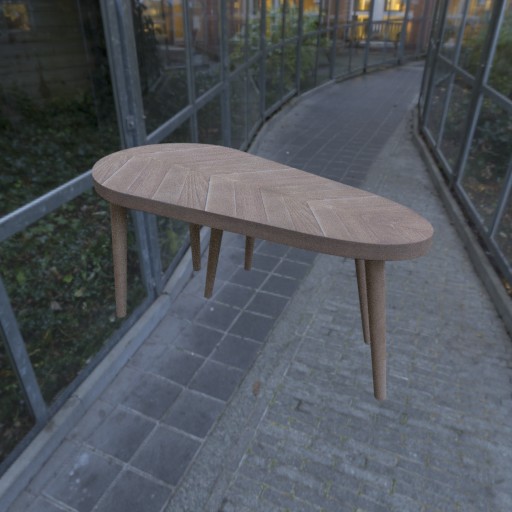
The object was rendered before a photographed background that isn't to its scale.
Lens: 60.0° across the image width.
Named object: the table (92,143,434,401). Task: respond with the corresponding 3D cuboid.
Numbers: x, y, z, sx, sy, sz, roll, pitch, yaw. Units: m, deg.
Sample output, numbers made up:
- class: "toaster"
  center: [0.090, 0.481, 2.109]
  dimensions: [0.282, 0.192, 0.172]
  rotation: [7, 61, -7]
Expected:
- class: "table"
  center: [0.000, 0.000, 1.598]
  dimensions: [1.190, 0.595, 0.701]
  rotation: [20, 36, 31]
